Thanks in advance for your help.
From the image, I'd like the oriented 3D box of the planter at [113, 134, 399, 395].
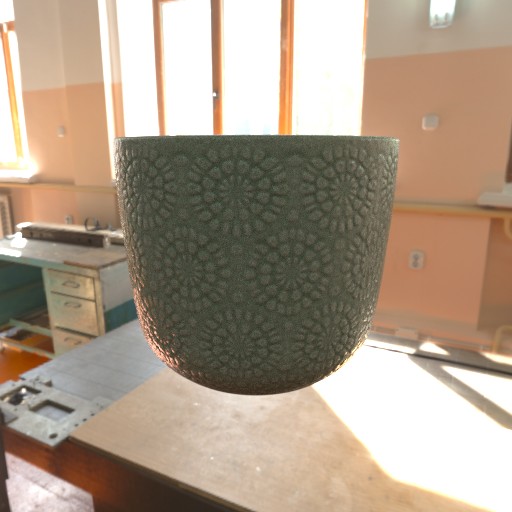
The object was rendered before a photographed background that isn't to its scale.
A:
[{"bbox_3d":[0.000,0.000,0.213,0.124,0.109,0.124,0,14,0],"label":"planter"}]
